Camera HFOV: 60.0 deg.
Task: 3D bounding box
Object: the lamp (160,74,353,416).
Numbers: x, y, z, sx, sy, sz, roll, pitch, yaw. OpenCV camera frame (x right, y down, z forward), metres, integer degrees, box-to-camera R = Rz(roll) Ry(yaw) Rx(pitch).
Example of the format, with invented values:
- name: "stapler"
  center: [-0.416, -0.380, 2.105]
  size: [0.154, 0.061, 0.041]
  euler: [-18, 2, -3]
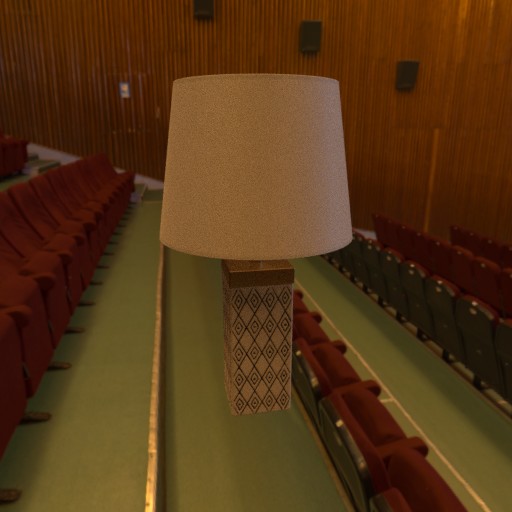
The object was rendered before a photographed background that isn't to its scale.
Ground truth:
- name: "lamp"
  center: [0.000, 0.000, 0.598]
  size: [0.251, 0.435, 0.251]
  euler: [0, 16, 0]
